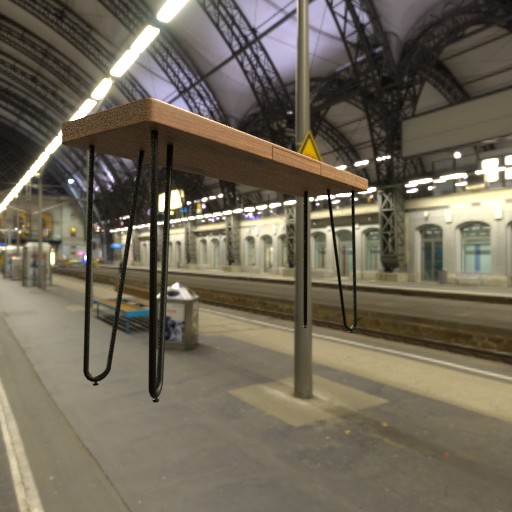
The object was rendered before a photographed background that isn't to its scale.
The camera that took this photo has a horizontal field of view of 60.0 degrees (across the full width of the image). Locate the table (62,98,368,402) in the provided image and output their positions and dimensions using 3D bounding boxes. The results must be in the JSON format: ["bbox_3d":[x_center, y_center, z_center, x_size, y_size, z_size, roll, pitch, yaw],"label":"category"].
[{"bbox_3d":[0.000,0.000,1.920,0.425,0.834,1.570,0,0,35],"label":"table"}]
